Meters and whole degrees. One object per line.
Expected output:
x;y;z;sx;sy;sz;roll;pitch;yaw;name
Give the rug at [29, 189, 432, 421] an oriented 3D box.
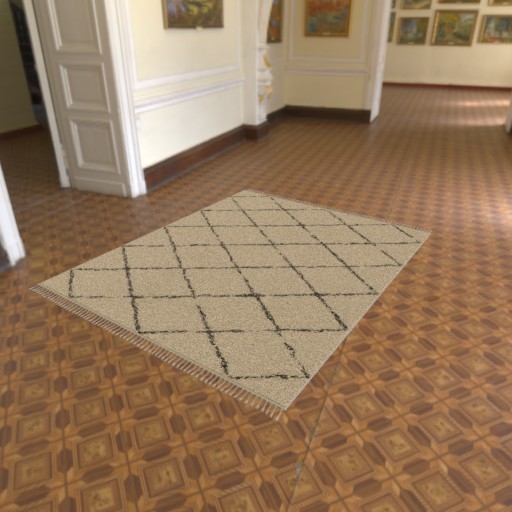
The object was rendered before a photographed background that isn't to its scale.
0.000;0.000;4.096;2.380;0.013;3.051;18;32;30;rug
